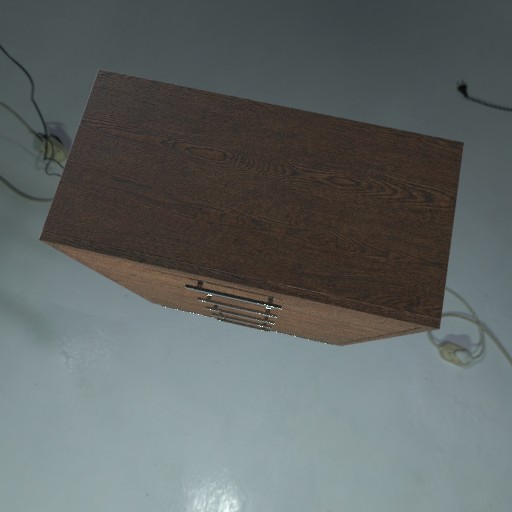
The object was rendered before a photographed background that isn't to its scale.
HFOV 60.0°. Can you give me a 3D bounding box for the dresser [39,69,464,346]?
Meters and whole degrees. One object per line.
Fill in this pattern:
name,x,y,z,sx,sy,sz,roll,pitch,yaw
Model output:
dresser,0.000,0.000,1.730,0.965,1.321,0.508,12,77,3
